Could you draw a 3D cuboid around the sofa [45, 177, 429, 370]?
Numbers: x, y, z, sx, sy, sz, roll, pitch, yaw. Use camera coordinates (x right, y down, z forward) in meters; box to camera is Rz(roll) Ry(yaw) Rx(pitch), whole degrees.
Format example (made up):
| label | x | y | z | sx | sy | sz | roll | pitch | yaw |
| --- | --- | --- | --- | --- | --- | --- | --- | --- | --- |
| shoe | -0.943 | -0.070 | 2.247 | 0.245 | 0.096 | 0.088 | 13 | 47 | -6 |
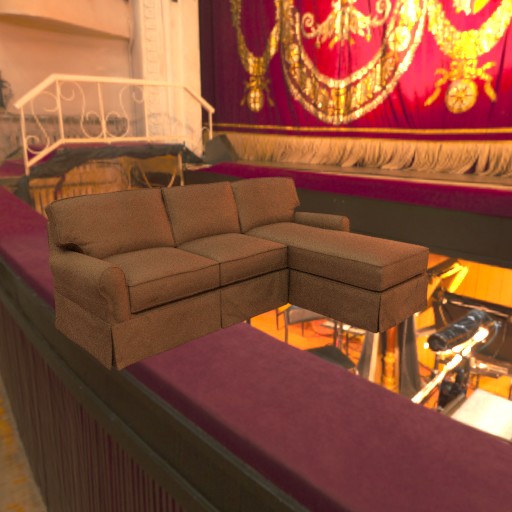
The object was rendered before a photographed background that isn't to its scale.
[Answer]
| label | x | y | z | sx | sy | sz | roll | pitch | yaw |
| --- | --- | --- | --- | --- | --- | --- | --- | --- | --- |
| sofa | 0.000 | 0.000 | 3.325 | 2.475 | 0.978 | 1.733 | -14 | 21 | -42 |
